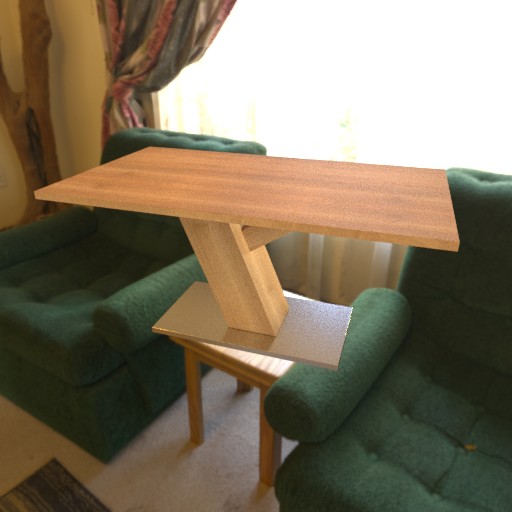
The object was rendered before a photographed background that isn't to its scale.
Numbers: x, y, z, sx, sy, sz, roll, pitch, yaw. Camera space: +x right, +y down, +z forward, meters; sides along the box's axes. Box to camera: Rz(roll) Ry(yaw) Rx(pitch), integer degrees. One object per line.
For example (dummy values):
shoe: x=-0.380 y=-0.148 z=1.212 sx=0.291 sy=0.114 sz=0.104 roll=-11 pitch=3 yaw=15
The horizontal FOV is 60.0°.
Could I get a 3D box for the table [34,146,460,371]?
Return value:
table: x=0.000 y=0.000 z=2.117 sx=1.600 sy=0.750 sz=0.900 roll=8 pitch=27 yaw=17
